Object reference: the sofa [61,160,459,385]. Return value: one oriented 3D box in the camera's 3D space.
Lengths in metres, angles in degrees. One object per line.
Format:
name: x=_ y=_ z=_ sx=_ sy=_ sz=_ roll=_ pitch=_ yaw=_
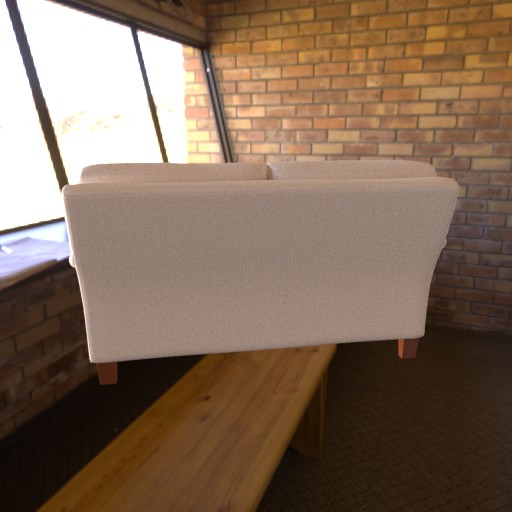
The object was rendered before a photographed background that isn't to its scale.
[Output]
sofa: x=0.000 y=0.000 z=2.550 sx=1.853 sy=1.101 sz=1.084 roll=-3 pitch=16 yaw=-9
